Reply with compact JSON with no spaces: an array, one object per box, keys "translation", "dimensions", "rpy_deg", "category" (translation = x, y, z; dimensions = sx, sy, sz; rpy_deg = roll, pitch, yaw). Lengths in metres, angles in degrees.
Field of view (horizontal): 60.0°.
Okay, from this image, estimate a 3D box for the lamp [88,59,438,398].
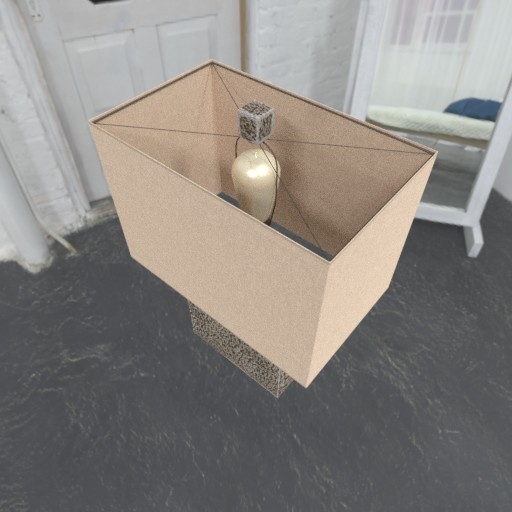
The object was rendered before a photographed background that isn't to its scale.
[{"translation":[0.000,0.000,0.564],"dimensions":[0.294,0.411,0.180],"rpy_deg":[32,56,25],"category":"lamp"}]
